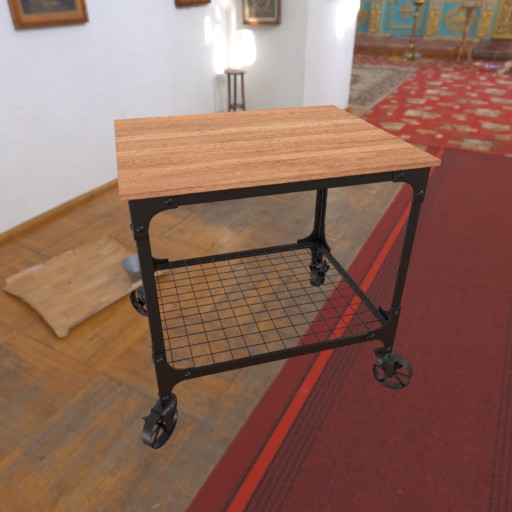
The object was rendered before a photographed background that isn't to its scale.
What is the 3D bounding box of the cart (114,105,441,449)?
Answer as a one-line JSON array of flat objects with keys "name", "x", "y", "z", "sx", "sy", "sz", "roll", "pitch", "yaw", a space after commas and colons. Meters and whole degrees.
[{"name": "cart", "x": 0.000, "y": 0.000, "z": 1.119, "sx": 0.666, "sy": 0.603, "sz": 0.558, "roll": -9, "pitch": 32, "yaw": -14}]
